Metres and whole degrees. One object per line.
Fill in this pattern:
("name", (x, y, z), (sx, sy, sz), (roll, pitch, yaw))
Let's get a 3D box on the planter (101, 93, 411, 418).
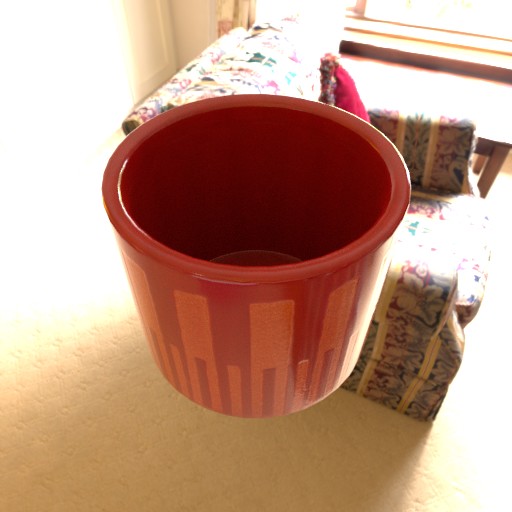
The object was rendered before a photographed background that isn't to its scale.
("planter", (0.000, 0.000, 0.407), (0.230, 0.202, 0.230), (0, 47, 0))
